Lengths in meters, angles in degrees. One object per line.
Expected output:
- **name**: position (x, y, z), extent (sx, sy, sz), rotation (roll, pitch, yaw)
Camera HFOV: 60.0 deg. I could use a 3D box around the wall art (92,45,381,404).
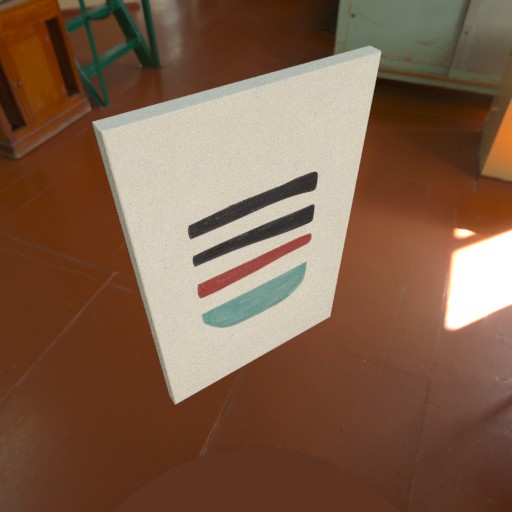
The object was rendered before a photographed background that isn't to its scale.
- **wall art**: position (0.000, 0.000, 1.144), extent (0.607, 0.912, 0.038), rotation (-25, 50, -23)
